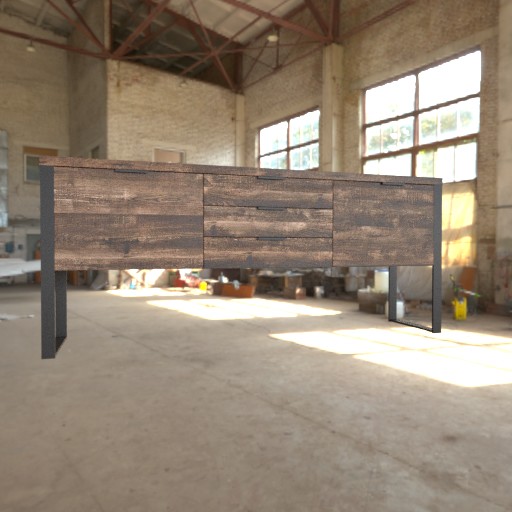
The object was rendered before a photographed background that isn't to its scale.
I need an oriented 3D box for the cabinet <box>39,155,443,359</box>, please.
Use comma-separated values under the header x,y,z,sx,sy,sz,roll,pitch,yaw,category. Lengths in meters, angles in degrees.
x,y,z,sx,sy,sz,roll,pitch,yaw,category
0.000,0.000,2.093,1.800,0.762,0.395,0,1,-17,cabinet
